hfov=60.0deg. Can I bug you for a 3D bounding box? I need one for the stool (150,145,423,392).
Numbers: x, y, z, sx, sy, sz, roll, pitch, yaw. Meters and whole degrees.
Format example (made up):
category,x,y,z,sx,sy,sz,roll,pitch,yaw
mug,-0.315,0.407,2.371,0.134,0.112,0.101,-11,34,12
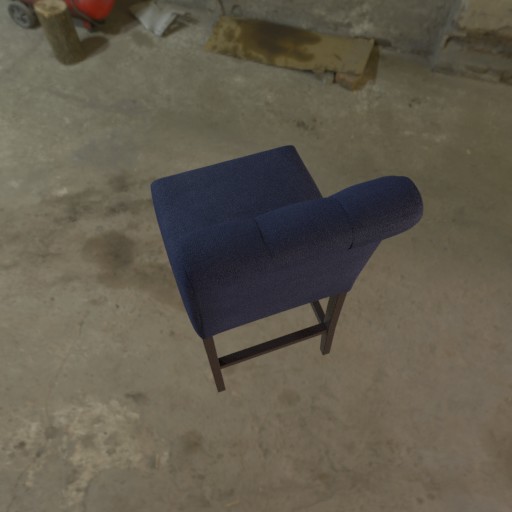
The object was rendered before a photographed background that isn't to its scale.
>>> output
category,x,y,z,sx,sy,sz,roll,pitch,yaw
stool,0.000,0.000,1.313,0.493,1.010,0.601,-17,60,-10
